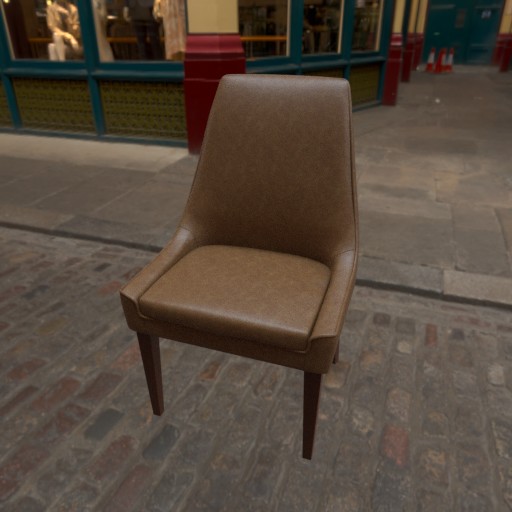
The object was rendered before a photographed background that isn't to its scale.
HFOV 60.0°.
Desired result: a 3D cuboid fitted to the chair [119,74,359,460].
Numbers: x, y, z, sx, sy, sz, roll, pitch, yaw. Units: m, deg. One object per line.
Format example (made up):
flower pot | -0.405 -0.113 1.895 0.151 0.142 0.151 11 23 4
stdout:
chair | 0.000 0.000 1.193 0.529 0.861 0.544 9 29 17
